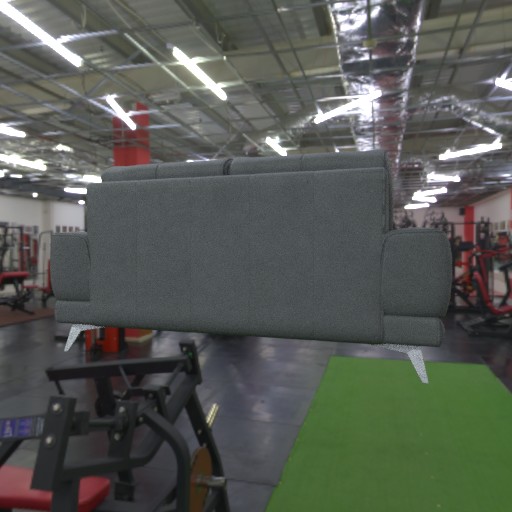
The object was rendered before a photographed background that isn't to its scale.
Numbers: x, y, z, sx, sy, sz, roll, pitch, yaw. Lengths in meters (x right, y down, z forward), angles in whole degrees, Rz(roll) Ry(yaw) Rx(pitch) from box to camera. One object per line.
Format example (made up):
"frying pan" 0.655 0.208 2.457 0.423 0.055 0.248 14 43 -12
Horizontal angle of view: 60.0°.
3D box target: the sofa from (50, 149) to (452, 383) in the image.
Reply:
"sofa" 0.000 0.000 2.313 1.806 0.907 1.018 0 1 18
